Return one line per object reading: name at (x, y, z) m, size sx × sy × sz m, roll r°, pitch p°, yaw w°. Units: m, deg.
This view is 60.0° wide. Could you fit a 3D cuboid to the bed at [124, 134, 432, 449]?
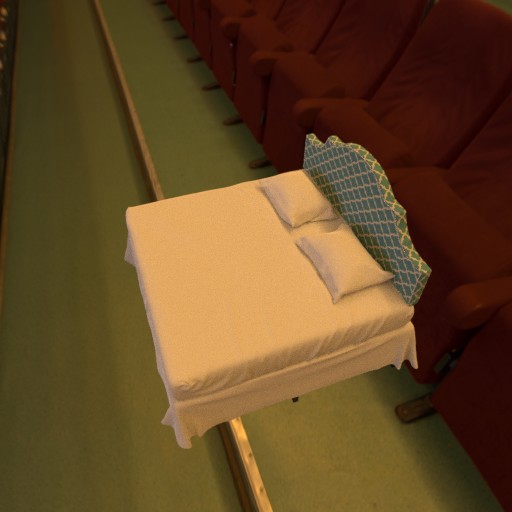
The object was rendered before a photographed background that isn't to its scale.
bed at (0.000, 0.000, 3.841) m, size 2.222 × 1.601 × 2.314 m, roll -15°, pitch 48°, yaw -14°
